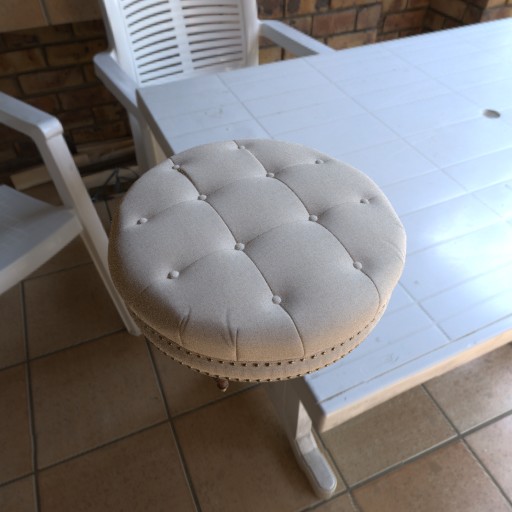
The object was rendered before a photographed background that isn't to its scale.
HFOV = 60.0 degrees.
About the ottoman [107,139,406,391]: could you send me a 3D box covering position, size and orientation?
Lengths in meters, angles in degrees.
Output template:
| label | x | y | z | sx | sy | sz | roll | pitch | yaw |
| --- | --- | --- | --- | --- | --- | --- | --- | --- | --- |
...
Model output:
| label | x | y | z | sx | sy | sz | roll | pitch | yaw |
| --- | --- | --- | --- | --- | --- | --- | --- | --- | --- |
| ottoman | 0.000 | 0.000 | 1.521 | 0.940 | 0.483 | 0.940 | 0 | 45 | 0 |
